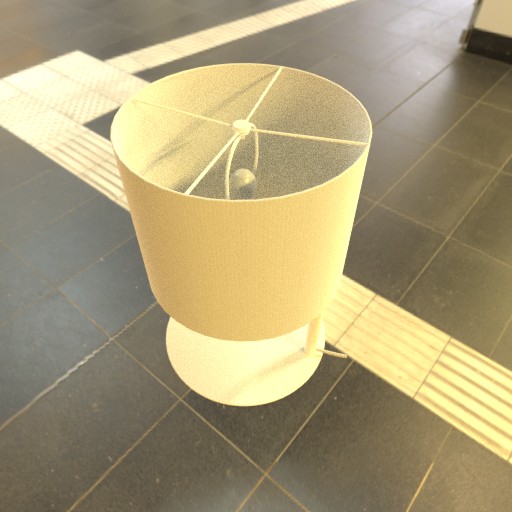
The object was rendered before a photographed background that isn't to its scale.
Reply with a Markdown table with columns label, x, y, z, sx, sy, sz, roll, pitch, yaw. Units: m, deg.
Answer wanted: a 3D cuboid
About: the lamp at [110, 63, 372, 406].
| label | x | y | z | sx | sy | sz | roll | pitch | yaw |
| --- | --- | --- | --- | --- | --- | --- | --- | --- | --- |
| lamp | 0.000 | 0.000 | 0.677 | 0.341 | 0.454 | 0.299 | 15 | 49 | 14 |
